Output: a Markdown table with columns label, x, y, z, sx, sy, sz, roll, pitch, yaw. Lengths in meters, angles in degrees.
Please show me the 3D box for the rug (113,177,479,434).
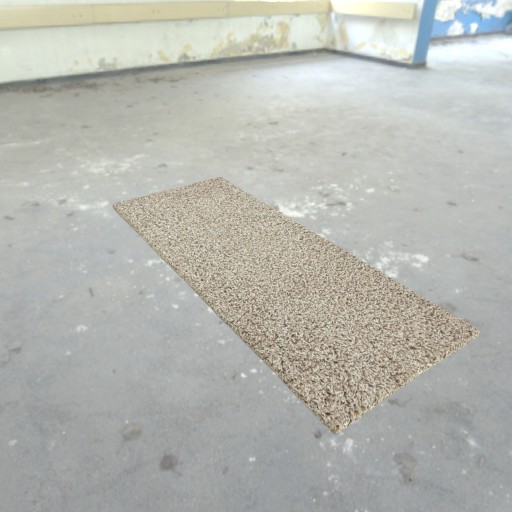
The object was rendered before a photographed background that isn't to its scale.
| label | x | y | z | sx | sy | sz | roll | pitch | yaw |
| --- | --- | --- | --- | --- | --- | --- | --- | --- | --- |
| rug | 0.000 | 0.000 | 1.732 | 0.609 | 0.030 | 1.524 | -20 | 37 | -29 |
